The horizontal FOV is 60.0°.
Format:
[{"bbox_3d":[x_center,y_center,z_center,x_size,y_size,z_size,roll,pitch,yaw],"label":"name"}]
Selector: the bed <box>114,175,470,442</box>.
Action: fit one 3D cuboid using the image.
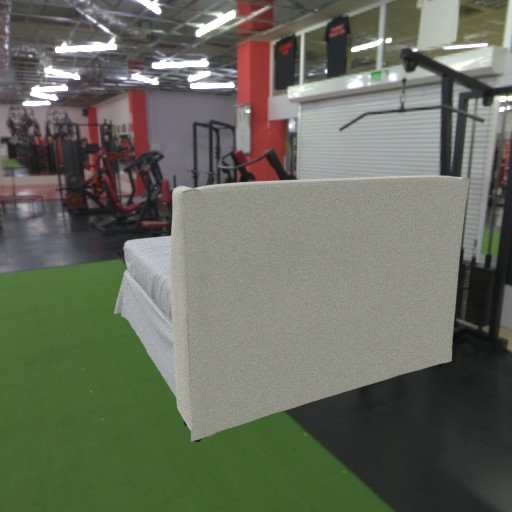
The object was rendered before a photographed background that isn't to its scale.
[{"bbox_3d":[0.000,0.000,3.499,1.925,1.332,2.276,-7,15,-26],"label":"bed"}]
